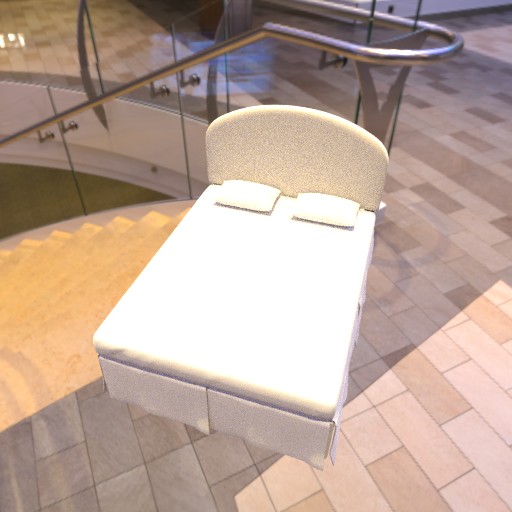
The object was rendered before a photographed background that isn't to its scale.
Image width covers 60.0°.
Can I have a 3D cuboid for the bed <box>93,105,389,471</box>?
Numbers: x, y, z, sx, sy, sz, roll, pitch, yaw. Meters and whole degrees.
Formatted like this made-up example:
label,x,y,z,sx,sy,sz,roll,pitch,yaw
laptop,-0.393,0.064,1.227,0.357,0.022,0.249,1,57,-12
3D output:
label,x,y,z,sx,sy,sz,roll,pitch,yaw
bed,0.000,0.000,3.116,1.607,1.410,2.005,12,42,14
